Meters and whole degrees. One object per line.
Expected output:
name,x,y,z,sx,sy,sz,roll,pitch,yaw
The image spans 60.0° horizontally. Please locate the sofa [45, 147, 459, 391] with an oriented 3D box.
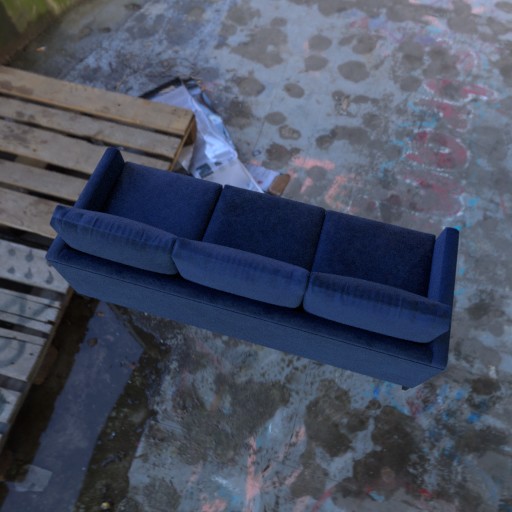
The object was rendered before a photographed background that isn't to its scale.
sofa,0.000,0.000,2.684,2.252,0.879,0.875,15,63,7
